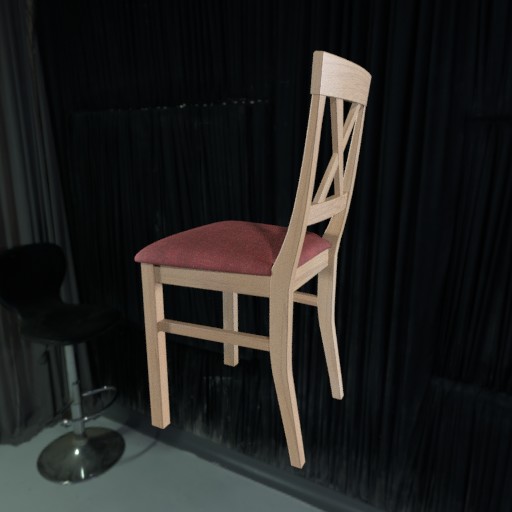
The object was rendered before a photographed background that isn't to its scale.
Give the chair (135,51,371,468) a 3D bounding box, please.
[{"bbox_3d":[0.000,0.000,1.176,0.492,0.912,0.439,7,17,26],"label":"chair"}]
